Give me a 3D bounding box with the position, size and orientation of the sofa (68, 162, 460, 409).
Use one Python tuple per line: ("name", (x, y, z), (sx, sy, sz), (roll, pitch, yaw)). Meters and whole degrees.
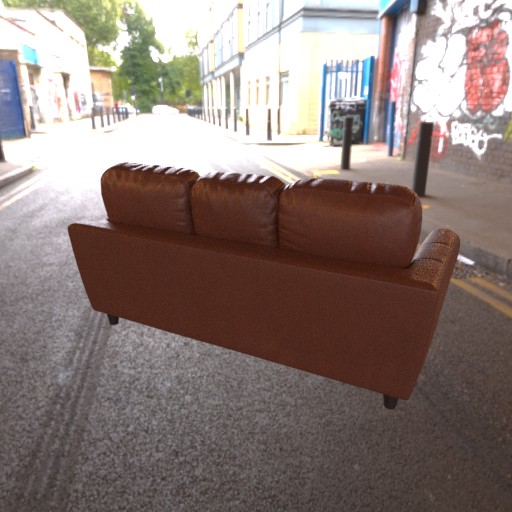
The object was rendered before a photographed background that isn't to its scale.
("sofa", (0.000, 0.000, 2.299), (1.862, 0.915, 0.802), (10, 21, 27))
